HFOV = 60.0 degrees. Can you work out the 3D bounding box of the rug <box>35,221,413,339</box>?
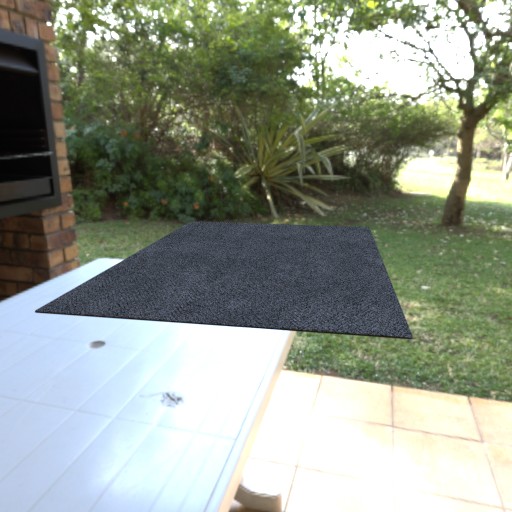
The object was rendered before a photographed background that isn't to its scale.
[{"bbox_3d":[0.000,0.000,2.885,1.600,0.008,2.235,3,15,9],"label":"rug"}]
